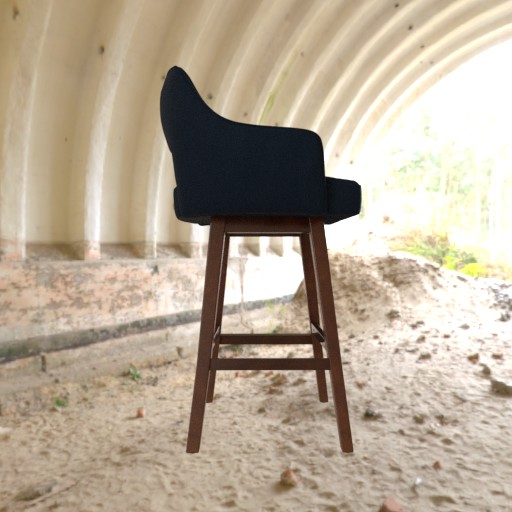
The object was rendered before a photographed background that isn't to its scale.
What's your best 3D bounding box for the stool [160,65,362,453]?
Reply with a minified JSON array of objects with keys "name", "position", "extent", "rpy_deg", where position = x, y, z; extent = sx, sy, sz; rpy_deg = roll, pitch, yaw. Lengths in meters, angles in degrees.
[{"name":"stool","position":[0.000,0.000,1.376],"extent":[0.560,1.041,0.550],"rpy_deg":[0,0,0]}]
